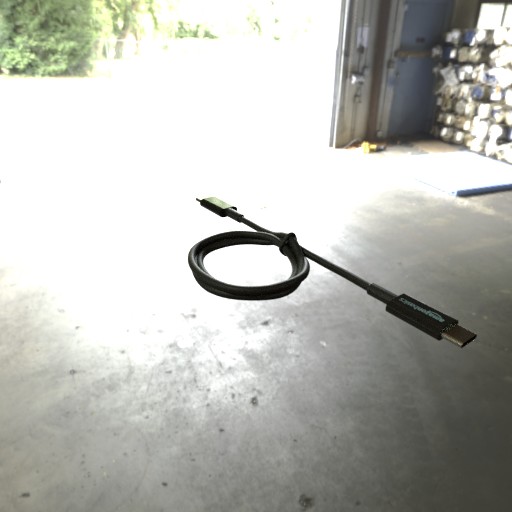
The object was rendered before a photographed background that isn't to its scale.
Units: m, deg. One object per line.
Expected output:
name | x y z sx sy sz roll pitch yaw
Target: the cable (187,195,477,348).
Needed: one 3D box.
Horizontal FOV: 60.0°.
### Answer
cable | 0.000 0.000 0.227 0.070 0.014 0.203 -19 32 -32
